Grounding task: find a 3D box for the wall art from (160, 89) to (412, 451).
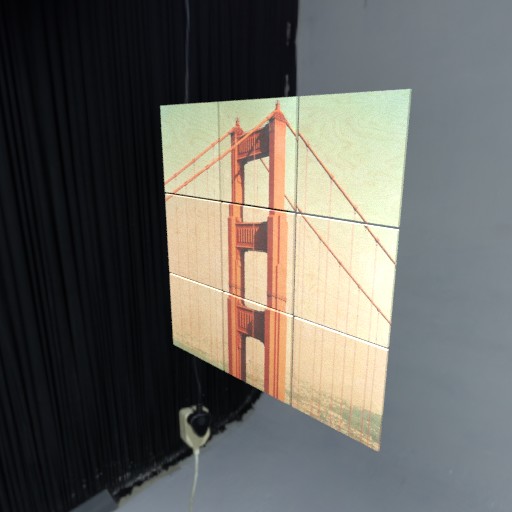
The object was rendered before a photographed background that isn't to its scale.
[{"bbox_3d":[0.000,0.000,1.828,1.214,1.219,0.013,14,21,41],"label":"wall art"}]
